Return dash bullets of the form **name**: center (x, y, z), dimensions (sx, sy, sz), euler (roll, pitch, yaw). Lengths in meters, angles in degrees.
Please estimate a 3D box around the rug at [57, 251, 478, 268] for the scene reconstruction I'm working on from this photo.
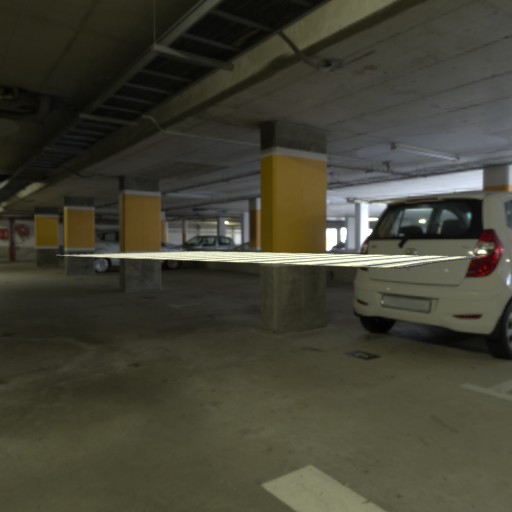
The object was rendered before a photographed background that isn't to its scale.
- **rug**: center (0.000, 0.000, 2.535), dimensions (2.108, 0.009, 1.248), euler (1, 2, 37)
